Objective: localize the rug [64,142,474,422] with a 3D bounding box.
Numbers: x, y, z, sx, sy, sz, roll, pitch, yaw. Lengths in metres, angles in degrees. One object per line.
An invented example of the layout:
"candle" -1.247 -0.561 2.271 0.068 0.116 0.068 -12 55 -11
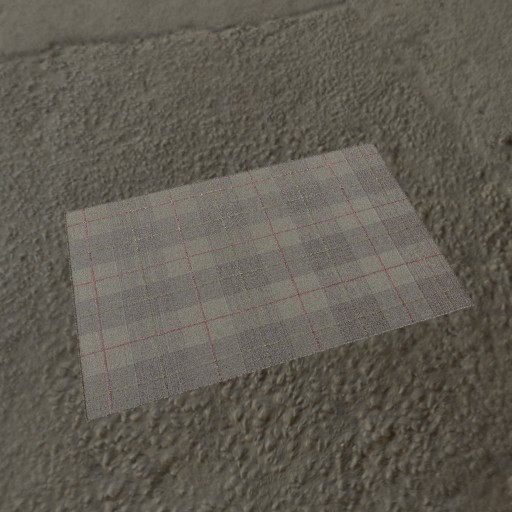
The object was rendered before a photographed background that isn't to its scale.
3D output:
"rug" 0.000 0.000 3.044 2.464 0.010 1.549 -15 60 -9
